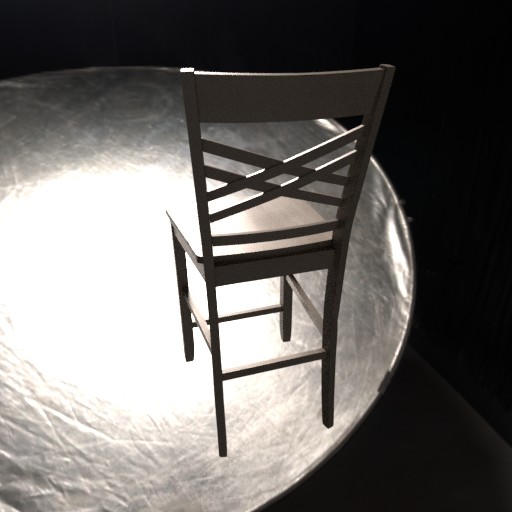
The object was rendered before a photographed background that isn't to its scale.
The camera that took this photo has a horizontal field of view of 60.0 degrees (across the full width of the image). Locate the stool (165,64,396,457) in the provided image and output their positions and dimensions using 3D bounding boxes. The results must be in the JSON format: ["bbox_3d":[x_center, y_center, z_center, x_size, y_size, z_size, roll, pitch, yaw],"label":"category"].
[{"bbox_3d":[0.000,0.000,1.337,0.462,1.079,0.539,-8,27,-16],"label":"stool"}]
